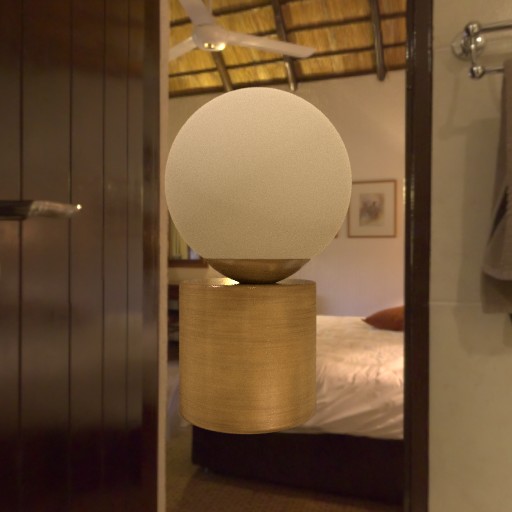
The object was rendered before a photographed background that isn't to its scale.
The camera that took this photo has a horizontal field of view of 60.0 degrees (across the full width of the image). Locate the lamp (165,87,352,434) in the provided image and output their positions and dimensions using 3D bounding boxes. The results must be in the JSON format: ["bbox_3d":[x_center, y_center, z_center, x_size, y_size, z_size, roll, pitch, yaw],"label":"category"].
[{"bbox_3d":[0.000,0.000,0.347,0.141,0.250,0.152,0,0,-18],"label":"lamp"}]
